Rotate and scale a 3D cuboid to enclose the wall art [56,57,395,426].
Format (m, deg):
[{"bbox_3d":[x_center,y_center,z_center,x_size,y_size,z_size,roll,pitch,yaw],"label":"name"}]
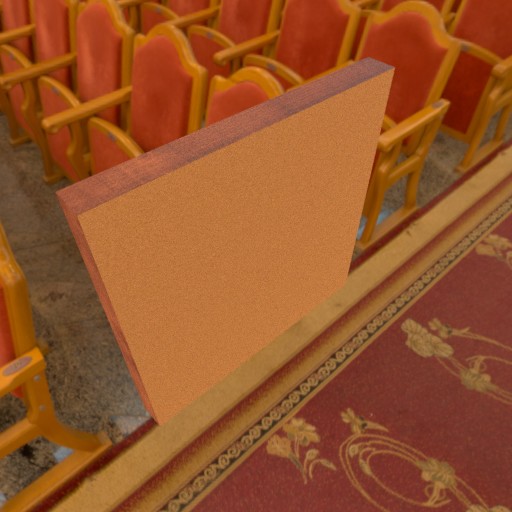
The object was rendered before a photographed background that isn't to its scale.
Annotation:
[{"bbox_3d":[0.000,0.000,0.566,0.386,0.385,0.038,-32,54,-27],"label":"wall art"}]
